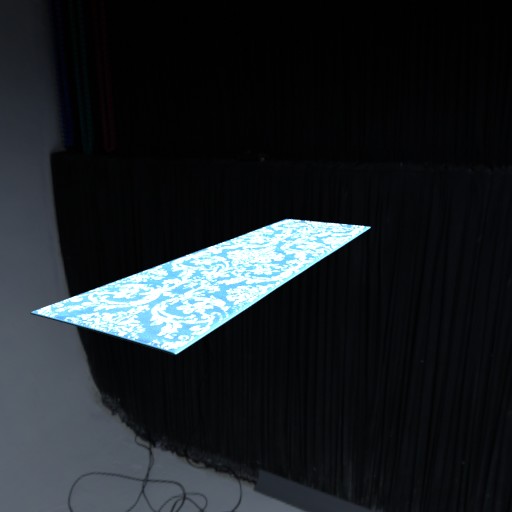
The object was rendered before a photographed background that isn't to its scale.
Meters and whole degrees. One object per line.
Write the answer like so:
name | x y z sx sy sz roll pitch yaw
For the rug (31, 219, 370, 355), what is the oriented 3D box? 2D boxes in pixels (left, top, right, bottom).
rug | 0.000 0.000 2.379 0.662 0.011 2.196 8 17 28
